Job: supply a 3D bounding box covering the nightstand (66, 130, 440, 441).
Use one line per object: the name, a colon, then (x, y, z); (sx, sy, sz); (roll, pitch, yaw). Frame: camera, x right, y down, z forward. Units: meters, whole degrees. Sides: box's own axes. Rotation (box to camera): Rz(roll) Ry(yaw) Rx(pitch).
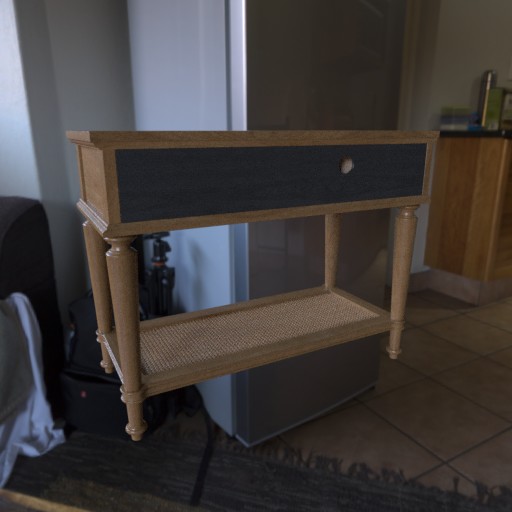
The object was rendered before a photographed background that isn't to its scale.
nightstand: (0.000, 0.000, 1.288); (0.914, 0.700, 0.432); (-8, 18, -27)
